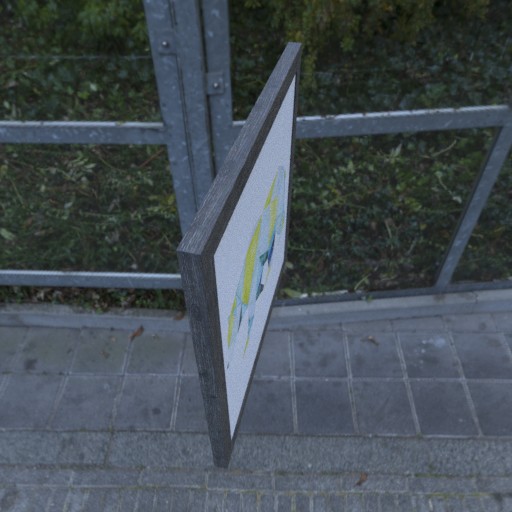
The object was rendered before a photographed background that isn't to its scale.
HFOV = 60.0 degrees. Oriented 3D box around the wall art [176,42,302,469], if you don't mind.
[{"bbox_3d":[0.000,0.000,0.669,0.027,0.459,0.462,10,46,10],"label":"wall art"}]
